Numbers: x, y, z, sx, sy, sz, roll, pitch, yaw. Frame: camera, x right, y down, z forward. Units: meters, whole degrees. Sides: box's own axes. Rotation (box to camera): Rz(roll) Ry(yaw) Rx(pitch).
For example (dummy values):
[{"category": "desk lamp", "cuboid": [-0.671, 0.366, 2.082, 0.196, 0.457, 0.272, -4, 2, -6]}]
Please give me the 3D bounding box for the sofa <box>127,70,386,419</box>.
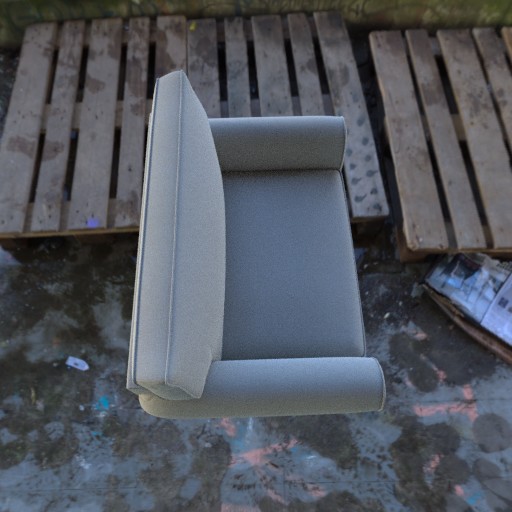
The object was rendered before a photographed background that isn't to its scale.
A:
[{"category": "sofa", "cuboid": [0.000, 0.000, 2.032, 0.937, 1.006, 1.405, -2, 65, -1]}]
